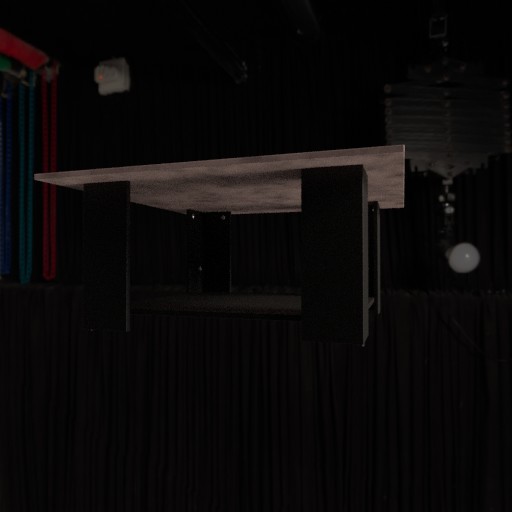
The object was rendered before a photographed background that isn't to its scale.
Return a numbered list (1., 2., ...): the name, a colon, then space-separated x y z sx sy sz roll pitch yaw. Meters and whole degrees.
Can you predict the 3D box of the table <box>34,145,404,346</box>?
1. table: 0.000 0.000 1.055 0.670 0.305 0.670 0 -1 18
